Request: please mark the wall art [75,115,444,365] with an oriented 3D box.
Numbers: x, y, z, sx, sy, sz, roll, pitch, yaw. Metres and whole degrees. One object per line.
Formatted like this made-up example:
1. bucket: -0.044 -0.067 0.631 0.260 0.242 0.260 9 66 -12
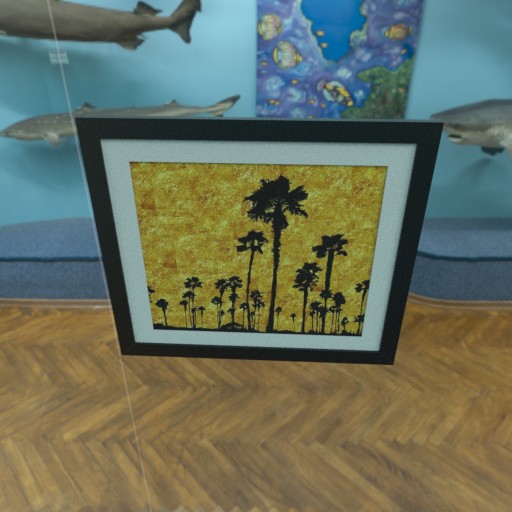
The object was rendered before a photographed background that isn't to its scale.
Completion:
1. wall art: 0.000 0.000 0.545 0.383 0.332 0.012 1 30 3
